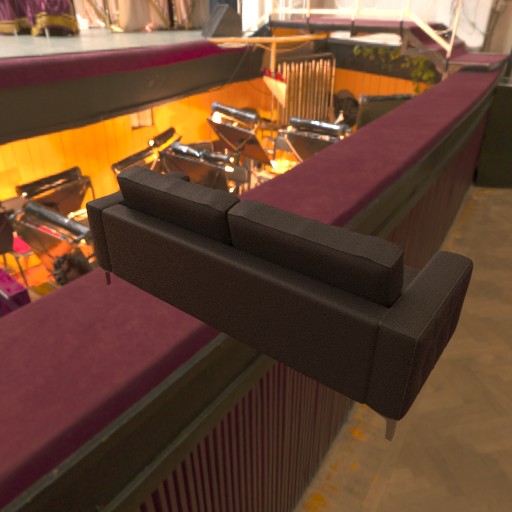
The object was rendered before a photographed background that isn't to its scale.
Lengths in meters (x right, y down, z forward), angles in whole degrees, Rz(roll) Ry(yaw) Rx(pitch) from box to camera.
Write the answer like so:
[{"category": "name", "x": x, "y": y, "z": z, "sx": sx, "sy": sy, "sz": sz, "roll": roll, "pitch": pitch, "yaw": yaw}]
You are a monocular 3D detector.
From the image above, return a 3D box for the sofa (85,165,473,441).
[{"category": "sofa", "x": 0.000, "y": 0.000, "z": 2.704, "sx": 2.275, "sy": 0.893, "sz": 0.833, "roll": 21, "pitch": 36, "yaw": 32}]
